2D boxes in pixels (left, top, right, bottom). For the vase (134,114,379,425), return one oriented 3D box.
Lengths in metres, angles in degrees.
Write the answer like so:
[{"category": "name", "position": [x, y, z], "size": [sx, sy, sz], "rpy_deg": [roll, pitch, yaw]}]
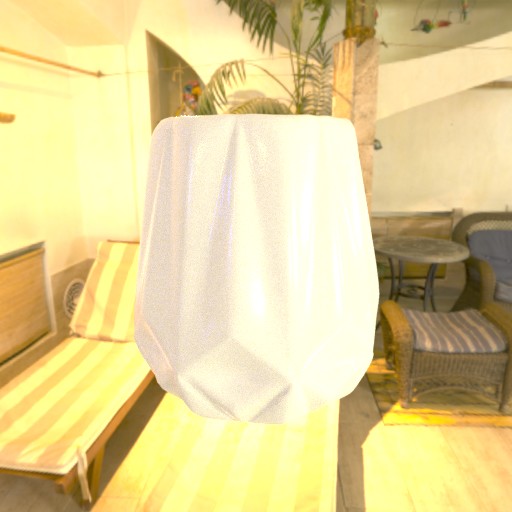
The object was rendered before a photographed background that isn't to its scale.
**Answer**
[{"category": "vase", "position": [0.000, 0.000, 0.257], "size": [0.141, 0.152, 0.141], "rpy_deg": [0, 14, 0]}]
